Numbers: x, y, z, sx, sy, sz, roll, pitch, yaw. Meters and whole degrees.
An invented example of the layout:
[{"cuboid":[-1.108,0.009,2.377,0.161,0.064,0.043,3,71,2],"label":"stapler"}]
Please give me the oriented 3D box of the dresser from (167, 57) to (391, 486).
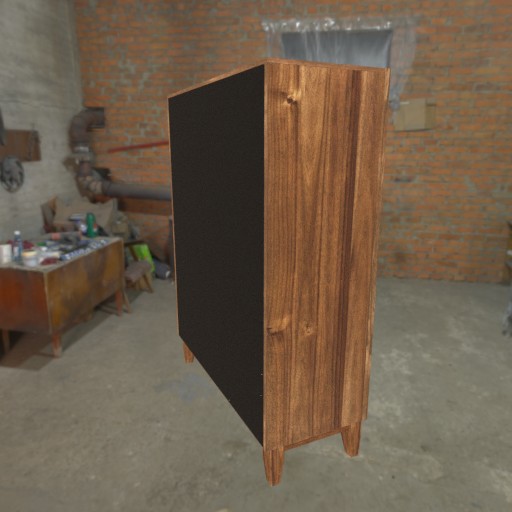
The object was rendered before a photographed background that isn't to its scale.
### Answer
[{"cuboid":[0.000,0.000,1.920,0.442,1.393,1.062,-7,15,-25],"label":"dresser"}]
